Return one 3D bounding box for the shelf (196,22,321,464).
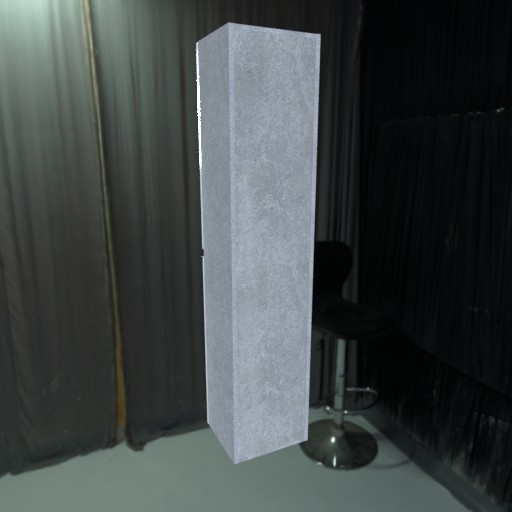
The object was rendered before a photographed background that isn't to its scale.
[{"bbox_3d":[0.000,0.000,1.555,0.300,1.400,0.270,-7,15,-25],"label":"shelf"}]
